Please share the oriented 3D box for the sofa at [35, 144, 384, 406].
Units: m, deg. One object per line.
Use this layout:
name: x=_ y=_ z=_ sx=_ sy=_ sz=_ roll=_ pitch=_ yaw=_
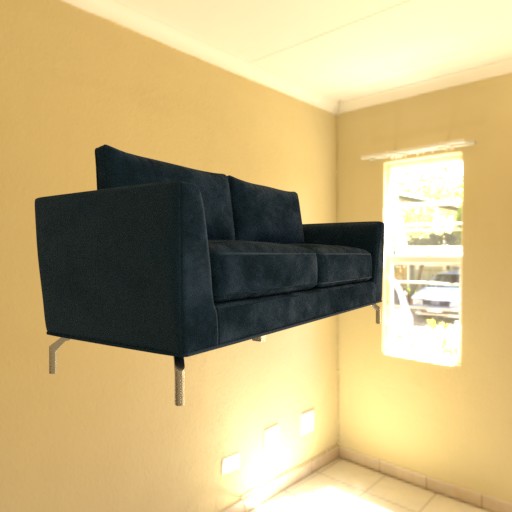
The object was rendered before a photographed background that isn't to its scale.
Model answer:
sofa: x=0.000 y=0.000 z=2.590 sx=0.853 sy=0.998 sz=2.212 roll=0 pitch=0 yaw=33
